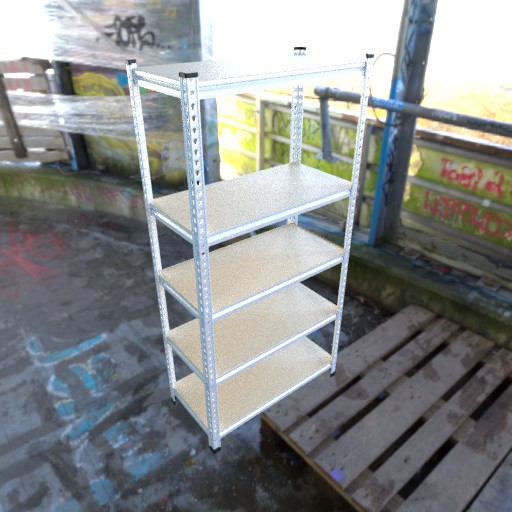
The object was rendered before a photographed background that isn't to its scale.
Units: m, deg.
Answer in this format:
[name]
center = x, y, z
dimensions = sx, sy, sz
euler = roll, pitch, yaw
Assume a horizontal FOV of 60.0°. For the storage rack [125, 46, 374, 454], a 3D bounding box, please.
[storage rack]
center = 0.000, 0.000, 2.220
dimensions = 0.914, 1.829, 0.457
euler = -22, 36, -32
